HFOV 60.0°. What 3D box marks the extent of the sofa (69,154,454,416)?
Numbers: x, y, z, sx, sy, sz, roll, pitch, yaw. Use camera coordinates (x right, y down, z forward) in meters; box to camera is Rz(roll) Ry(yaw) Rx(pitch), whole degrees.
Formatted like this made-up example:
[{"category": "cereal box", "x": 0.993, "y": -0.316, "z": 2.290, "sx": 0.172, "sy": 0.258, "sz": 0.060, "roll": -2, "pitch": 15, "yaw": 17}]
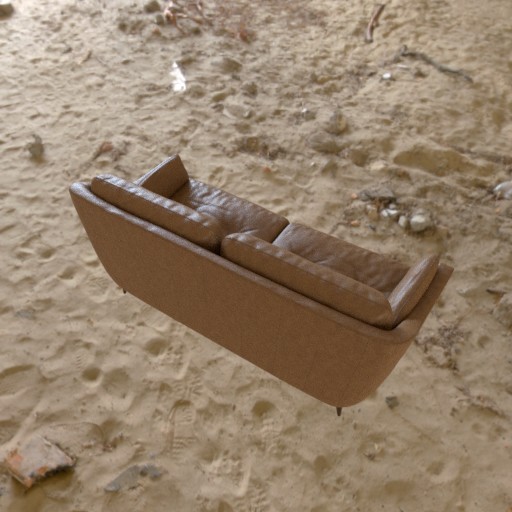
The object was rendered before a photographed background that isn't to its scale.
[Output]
[{"category": "sofa", "x": 0.000, "y": 0.000, "z": 2.453, "sx": 1.902, "sy": 0.839, "sz": 0.904, "roll": 25, "pitch": 51, "yaw": 22}]
